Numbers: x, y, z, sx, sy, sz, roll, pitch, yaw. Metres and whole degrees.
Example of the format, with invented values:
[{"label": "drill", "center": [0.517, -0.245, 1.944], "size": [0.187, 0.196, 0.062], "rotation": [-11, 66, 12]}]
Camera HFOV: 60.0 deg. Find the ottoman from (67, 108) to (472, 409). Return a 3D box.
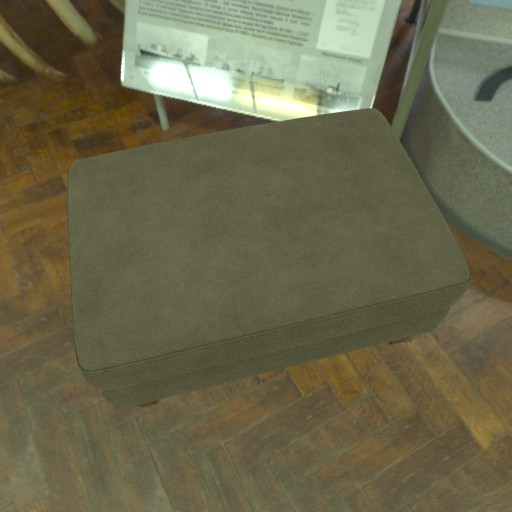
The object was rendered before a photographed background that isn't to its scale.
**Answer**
[{"label": "ottoman", "center": [0.000, 0.000, 1.181], "size": [0.864, 0.483, 0.584], "rotation": [-12, 60, -7]}]
